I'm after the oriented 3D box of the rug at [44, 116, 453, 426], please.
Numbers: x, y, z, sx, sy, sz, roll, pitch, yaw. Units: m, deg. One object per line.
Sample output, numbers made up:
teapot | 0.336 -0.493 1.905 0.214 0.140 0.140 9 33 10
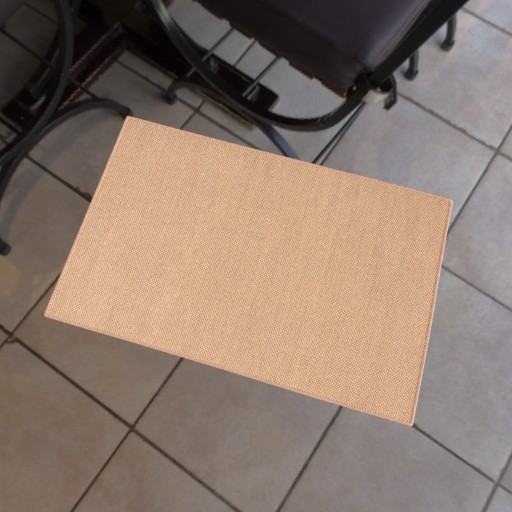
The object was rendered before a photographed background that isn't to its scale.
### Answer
rug | 0.000 0.000 2.058 1.676 0.013 1.067 16 75 4
